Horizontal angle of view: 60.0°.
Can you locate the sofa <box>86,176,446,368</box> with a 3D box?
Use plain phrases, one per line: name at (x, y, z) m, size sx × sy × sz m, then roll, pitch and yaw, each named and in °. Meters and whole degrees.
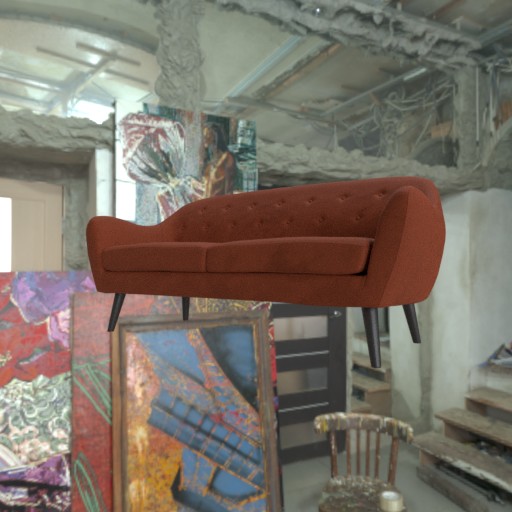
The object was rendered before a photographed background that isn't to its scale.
sofa at (0.000, 0.000, 2.324) m, size 1.840 × 0.836 × 0.820 m, roll -1°, pitch -1°, yaw 34°
